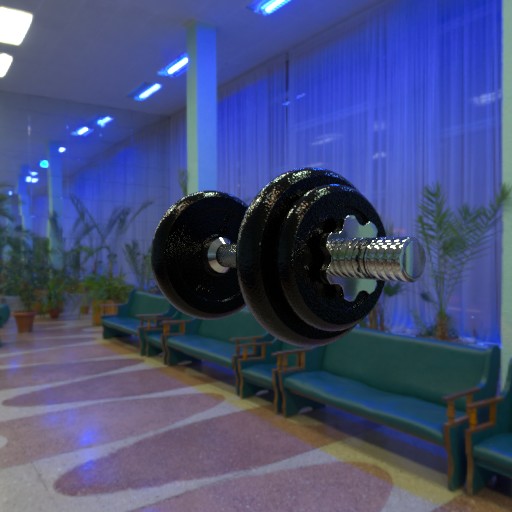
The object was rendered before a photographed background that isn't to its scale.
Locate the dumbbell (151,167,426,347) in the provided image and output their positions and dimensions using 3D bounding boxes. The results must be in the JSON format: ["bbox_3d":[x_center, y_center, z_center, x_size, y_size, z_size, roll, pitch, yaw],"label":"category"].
[{"bbox_3d":[0.000,0.000,0.598,0.202,0.202,0.497,-1,1,-35],"label":"dumbbell"}]
